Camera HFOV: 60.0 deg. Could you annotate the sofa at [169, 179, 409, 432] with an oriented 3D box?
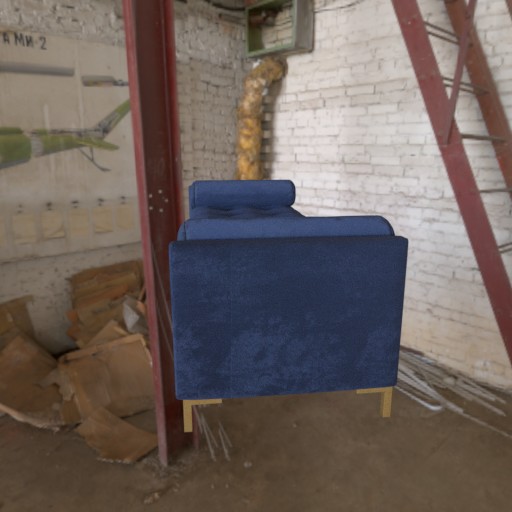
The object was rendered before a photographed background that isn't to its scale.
[{"bbox_3d":[0.000,0.000,2.454,0.796,0.705,2.102,-2,14,-6],"label":"sofa"}]
